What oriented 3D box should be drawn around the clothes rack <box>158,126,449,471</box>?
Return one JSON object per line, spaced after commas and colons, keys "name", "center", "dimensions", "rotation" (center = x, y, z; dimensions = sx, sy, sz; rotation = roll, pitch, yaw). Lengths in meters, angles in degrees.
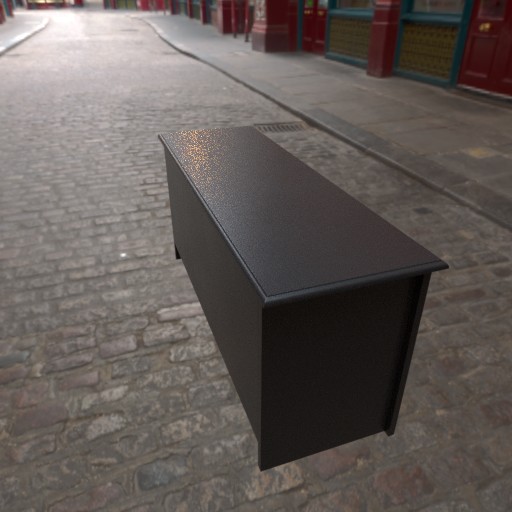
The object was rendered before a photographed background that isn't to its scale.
{"name": "clothes rack", "center": [0.000, 0.000, 1.478], "dimensions": [0.406, 0.556, 1.219], "rotation": [-10, 31, -17]}
